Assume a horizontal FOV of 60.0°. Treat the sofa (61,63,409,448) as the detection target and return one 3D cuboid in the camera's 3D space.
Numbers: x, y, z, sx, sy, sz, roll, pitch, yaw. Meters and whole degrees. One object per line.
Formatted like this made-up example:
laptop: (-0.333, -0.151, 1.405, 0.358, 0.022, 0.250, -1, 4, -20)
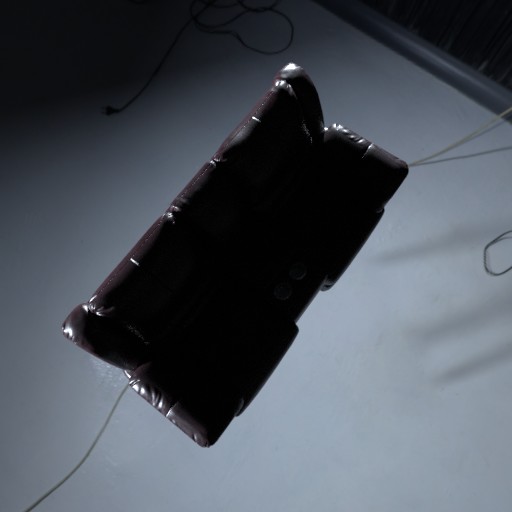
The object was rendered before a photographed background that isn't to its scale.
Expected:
sofa: (0.000, 0.000, 2.694, 0.991, 1.043, 2.058, 36, 77, 9)
